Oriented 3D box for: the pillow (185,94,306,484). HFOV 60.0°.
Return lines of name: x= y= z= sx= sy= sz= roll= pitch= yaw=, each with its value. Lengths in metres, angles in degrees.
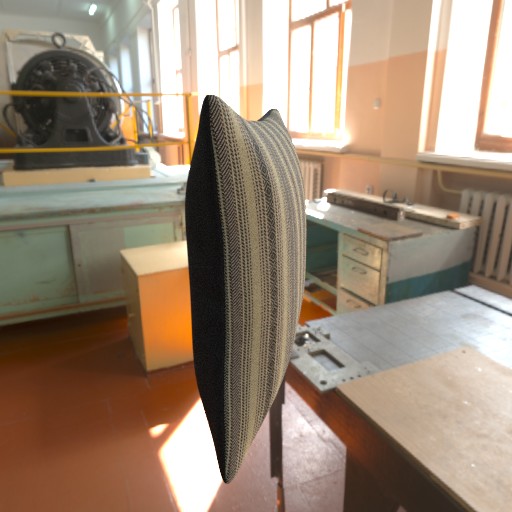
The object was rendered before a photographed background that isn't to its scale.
pillow: x=0.000 y=0.000 z=0.780 sx=0.166 sy=0.508 sz=0.520 roll=3 pitch=17 yaw=10
